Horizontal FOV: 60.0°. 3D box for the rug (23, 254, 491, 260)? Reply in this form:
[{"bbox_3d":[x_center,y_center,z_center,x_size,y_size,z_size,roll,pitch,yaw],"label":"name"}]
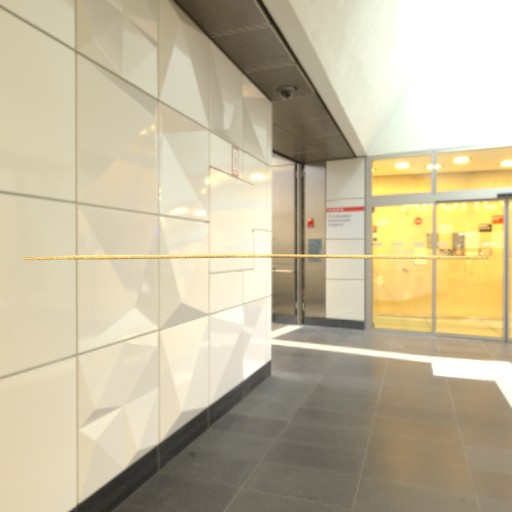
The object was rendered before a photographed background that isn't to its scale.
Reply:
[{"bbox_3d":[0.000,0.000,2.295,1.820,0.022,1.179,0,0,0],"label":"rug"}]
